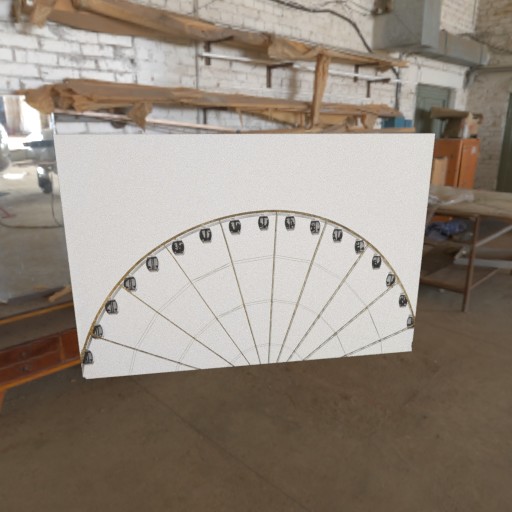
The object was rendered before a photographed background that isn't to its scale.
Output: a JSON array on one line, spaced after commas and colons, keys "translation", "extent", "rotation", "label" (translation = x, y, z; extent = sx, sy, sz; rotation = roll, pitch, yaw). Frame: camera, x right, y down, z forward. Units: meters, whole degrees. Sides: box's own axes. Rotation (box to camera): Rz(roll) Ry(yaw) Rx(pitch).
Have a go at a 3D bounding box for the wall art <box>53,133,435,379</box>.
[{"translation": [0.000, 0.000, 1.131], "extent": [0.898, 0.601, 0.038], "rotation": [-3, 16, -9], "label": "wall art"}]
